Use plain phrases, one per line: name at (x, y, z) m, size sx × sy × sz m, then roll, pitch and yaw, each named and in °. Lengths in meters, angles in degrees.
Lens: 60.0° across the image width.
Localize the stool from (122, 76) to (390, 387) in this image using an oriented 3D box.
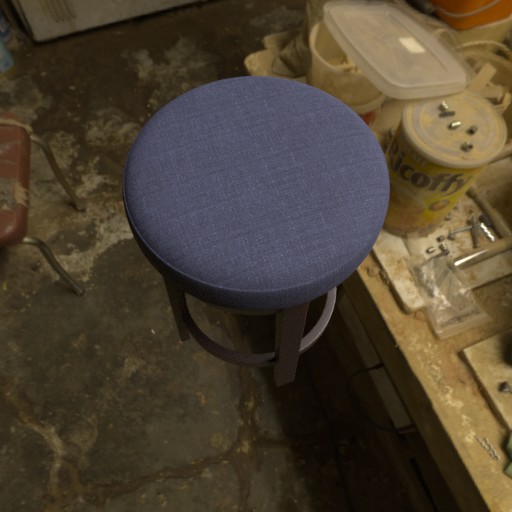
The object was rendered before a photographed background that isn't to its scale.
stool at (0.000, 0.000, 0.968) m, size 0.449 × 0.655 × 0.449 m, roll 0°, pitch 63°, yaw 0°
